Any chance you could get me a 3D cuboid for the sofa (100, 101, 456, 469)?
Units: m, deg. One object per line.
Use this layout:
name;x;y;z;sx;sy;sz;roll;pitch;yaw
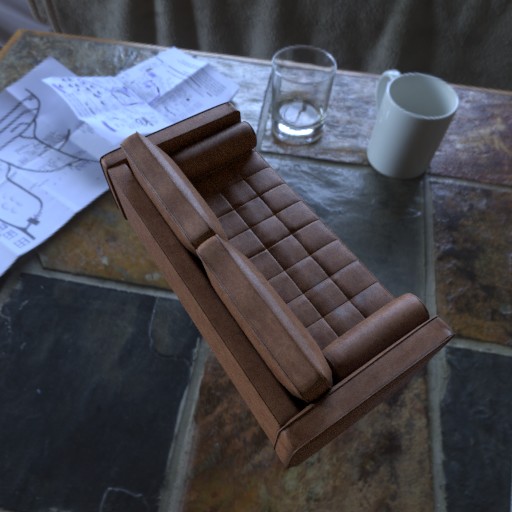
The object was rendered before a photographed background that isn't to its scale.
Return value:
sofa;0.000;0.000;2.424;0.924;0.825;1.920;-30;62;-17
